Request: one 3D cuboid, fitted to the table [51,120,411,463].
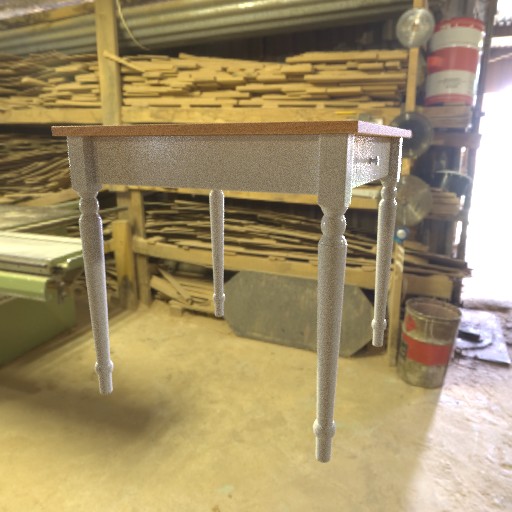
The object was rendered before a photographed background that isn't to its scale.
[{"bbox_3d":[0.000,0.000,1.338,0.747,0.738,0.747,7,16,25],"label":"table"}]
